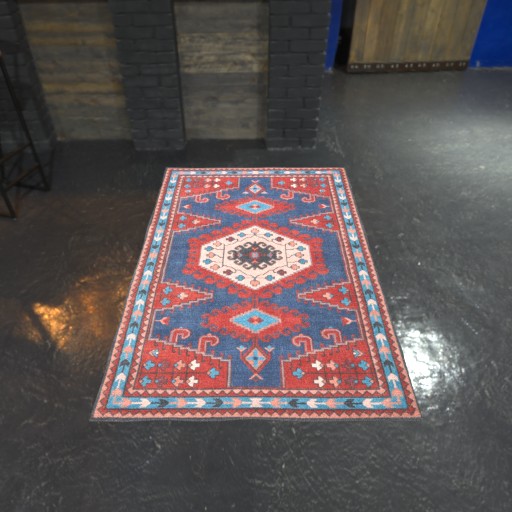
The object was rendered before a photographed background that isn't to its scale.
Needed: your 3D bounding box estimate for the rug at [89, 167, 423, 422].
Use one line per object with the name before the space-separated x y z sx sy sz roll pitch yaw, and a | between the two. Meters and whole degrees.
rug | 0.000 0.000 2.279 1.207 0.012 1.820 0 41 0
